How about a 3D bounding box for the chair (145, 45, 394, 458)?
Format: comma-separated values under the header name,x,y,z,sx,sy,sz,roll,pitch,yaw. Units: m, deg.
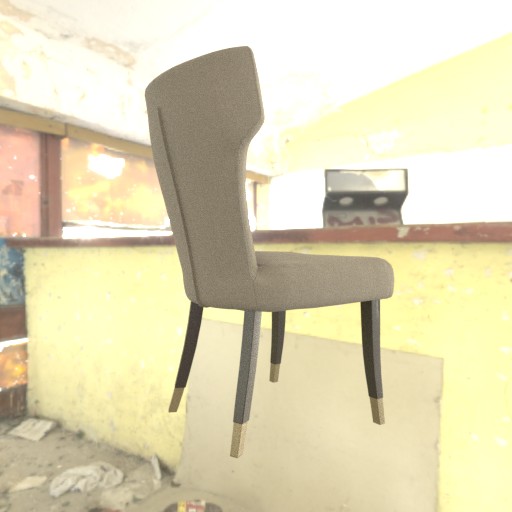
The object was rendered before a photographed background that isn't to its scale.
name,x,y,z,sx,sy,sz,roll,pitch,yaw
chair,0.000,0.000,1.306,0.630,0.950,0.526,0,1,-35
